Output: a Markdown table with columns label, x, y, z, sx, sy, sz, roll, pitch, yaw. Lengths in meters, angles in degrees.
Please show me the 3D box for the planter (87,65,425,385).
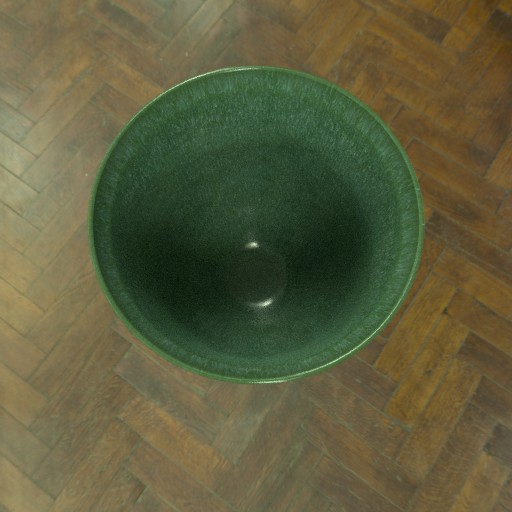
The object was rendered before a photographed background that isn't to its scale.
| label | x | y | z | sx | sy | sz | roll | pitch | yaw |
| --- | --- | --- | --- | --- | --- | --- | --- | --- | --- |
| planter | 0.000 | 0.000 | 0.359 | 0.195 | 0.214 | 0.195 | 0 | 75 | 0 |
